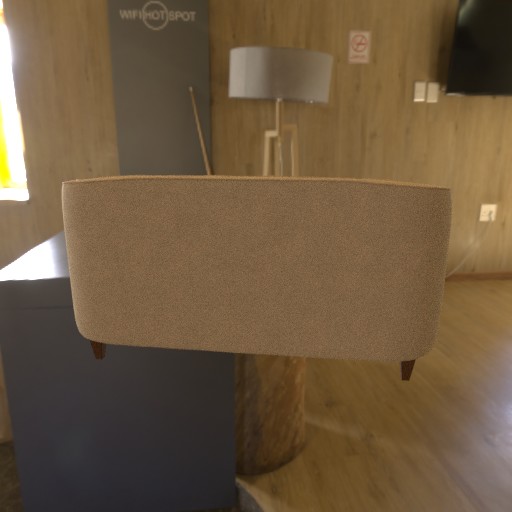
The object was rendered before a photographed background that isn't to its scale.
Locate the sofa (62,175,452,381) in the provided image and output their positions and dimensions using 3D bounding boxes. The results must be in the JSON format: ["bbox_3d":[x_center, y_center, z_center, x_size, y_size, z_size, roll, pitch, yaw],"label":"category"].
[{"bbox_3d":[0.000,0.000,2.264,1.731,0.878,0.940,2,15,7],"label":"sofa"}]
